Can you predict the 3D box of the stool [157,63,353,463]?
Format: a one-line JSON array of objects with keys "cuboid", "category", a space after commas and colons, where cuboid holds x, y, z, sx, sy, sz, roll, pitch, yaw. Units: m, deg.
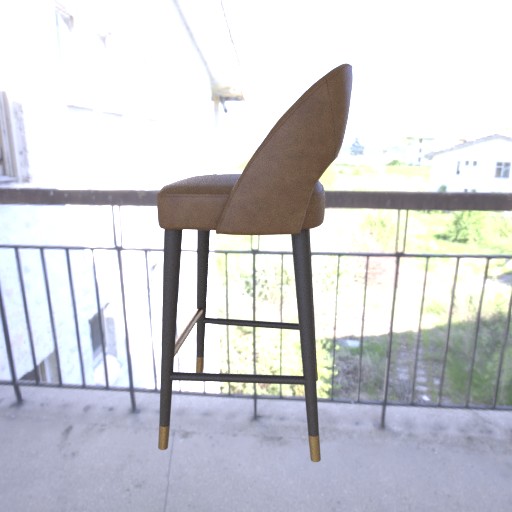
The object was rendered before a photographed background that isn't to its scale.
[{"cuboid": [0.000, 0.000, 1.314, 0.509, 1.037, 0.494, 2, 14, 7], "category": "stool"}]
